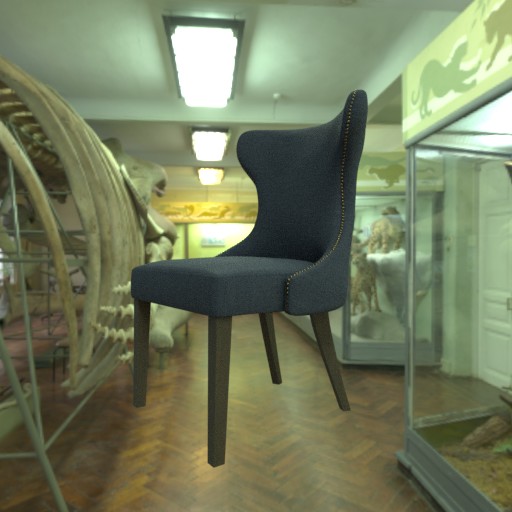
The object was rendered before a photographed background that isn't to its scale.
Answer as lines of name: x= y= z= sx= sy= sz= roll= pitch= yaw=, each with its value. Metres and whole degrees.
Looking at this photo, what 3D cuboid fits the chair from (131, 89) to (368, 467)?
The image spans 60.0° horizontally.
chair: x=0.000 y=0.000 z=1.402 sx=0.635 sy=0.967 sz=0.628 roll=0 pitch=1 yaw=-36
